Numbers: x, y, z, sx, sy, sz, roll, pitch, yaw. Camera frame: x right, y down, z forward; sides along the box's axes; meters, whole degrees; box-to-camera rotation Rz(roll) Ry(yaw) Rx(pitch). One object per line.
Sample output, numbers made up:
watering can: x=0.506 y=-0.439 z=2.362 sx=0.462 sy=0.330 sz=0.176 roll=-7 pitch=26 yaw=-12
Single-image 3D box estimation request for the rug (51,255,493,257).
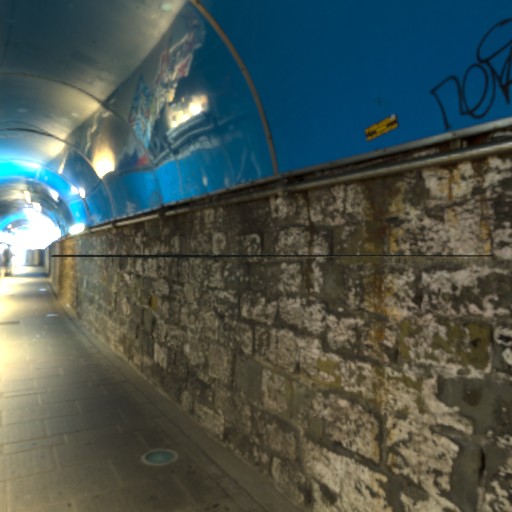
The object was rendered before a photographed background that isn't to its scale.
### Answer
rug: x=0.000 y=0.000 z=4.320 sx=3.342 sy=0.018 sz=2.432 roll=0 pitch=0 yaw=-17
